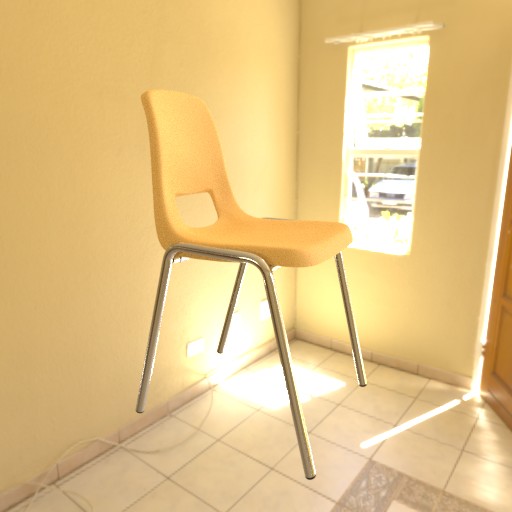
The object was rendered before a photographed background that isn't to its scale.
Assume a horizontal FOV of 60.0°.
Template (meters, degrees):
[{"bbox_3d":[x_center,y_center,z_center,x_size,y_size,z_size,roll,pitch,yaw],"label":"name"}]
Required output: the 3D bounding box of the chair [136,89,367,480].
[{"bbox_3d":[0.000,0.000,0.970,0.436,0.704,0.381,7,16,27],"label":"chair"}]
